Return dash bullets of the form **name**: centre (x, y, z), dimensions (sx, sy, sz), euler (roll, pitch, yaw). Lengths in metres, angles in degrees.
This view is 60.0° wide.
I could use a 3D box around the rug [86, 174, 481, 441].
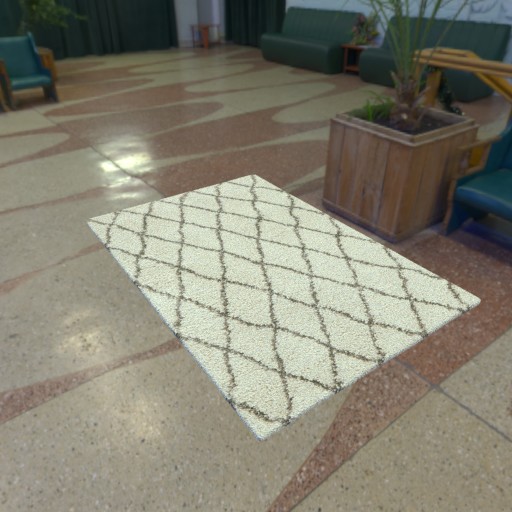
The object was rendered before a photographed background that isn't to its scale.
- **rug**: centre (0.000, 0.000, 2.297), dimensions (1.219, 0.030, 1.778), euler (-21, 38, -29)
